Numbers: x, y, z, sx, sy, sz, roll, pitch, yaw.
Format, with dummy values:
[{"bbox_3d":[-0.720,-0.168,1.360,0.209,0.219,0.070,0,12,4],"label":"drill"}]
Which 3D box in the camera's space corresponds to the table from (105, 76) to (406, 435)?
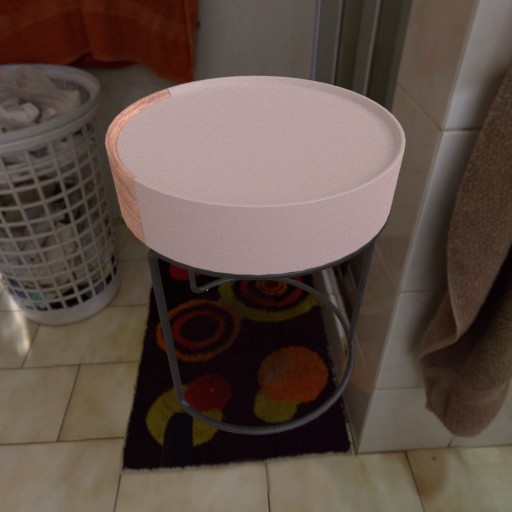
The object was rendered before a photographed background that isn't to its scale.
[{"bbox_3d":[0.000,0.000,0.854,0.450,0.530,0.450,0,40,0],"label":"table"}]
